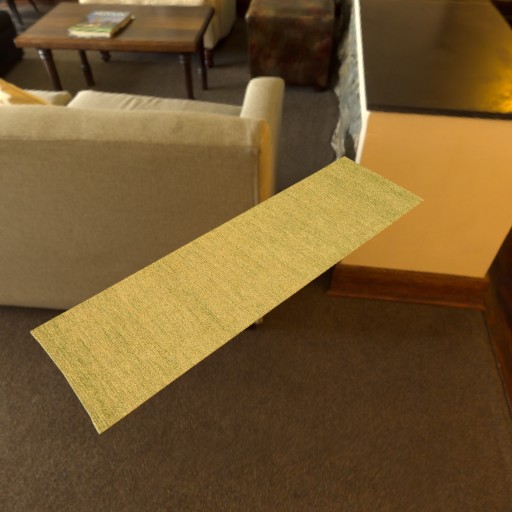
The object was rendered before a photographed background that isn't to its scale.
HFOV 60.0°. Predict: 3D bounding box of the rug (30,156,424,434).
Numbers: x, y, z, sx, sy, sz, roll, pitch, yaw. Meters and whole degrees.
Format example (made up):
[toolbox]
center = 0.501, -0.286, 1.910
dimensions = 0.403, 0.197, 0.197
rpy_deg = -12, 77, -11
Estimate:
[rug]
center = 0.000, 0.000, 2.527
dimensions = 2.340, 0.013, 0.686
rpy_deg = -32, 53, -28
